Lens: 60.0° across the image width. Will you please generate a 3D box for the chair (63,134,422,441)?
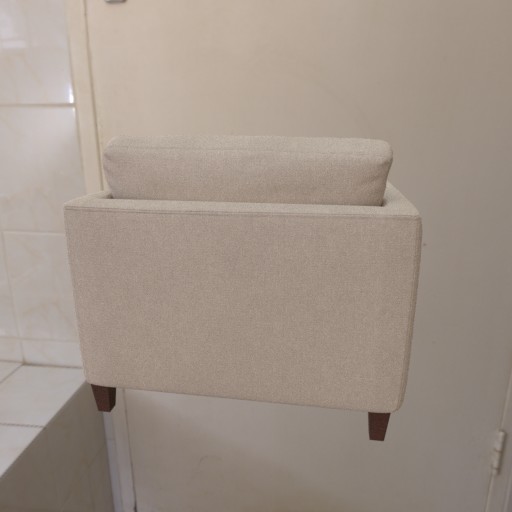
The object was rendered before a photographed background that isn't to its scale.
[{"bbox_3d":[0.000,0.000,1.800,1.107,0.961,0.959,3,17,9],"label":"chair"}]
